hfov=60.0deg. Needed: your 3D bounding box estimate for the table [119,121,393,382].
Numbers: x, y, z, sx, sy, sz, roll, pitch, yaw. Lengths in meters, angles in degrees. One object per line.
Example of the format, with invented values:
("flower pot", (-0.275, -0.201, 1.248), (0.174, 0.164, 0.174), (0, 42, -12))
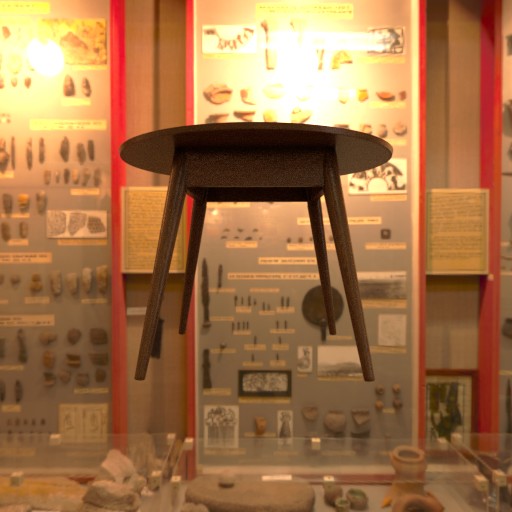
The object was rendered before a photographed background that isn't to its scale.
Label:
("table", (0.000, 0.000, 1.789), (1.053, 0.786, 1.053), (0, 1, 0))
